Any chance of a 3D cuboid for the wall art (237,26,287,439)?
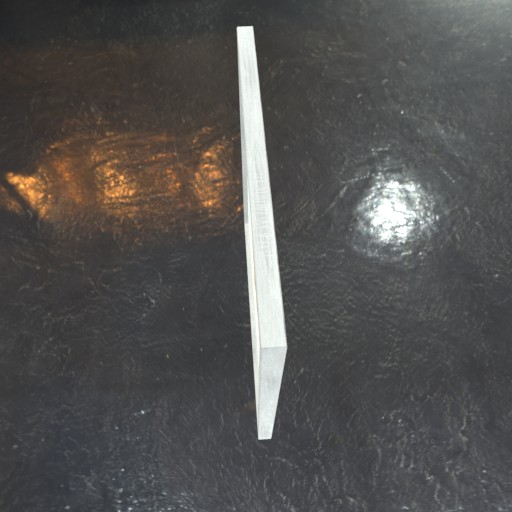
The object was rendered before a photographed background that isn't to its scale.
[{"bbox_3d":[0.000,0.000,0.452,0.015,0.303,0.303,-3,59,-2],"label":"wall art"}]
